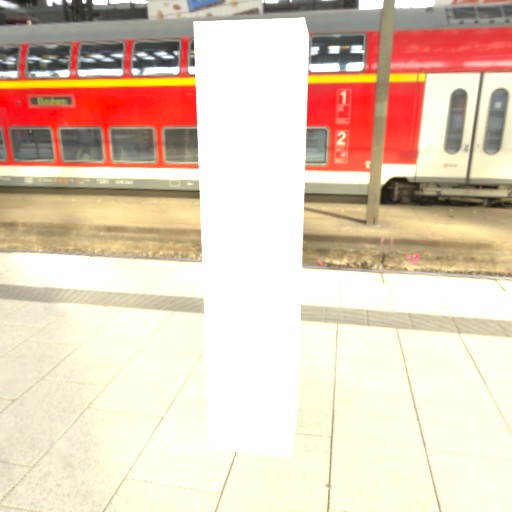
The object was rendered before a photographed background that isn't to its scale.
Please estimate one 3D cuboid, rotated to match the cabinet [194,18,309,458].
[{"bbox_3d":[0.000,0.000,1.515,0.300,1.400,0.269,3,17,9],"label":"cabinet"}]
